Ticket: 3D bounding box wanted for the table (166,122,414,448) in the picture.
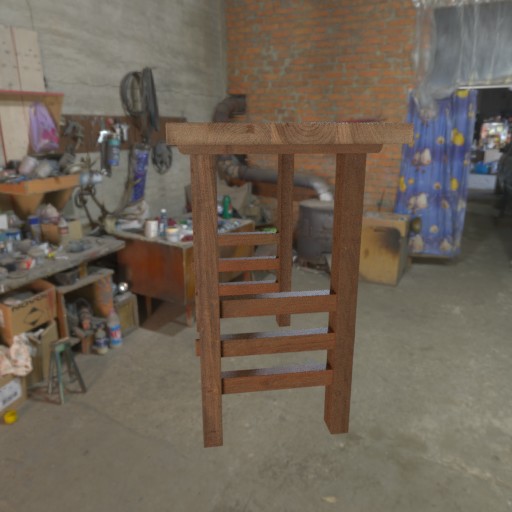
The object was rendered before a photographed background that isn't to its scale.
[{"bbox_3d":[0.000,0.000,1.623,0.556,0.914,1.119,-2,16,-8],"label":"table"}]
